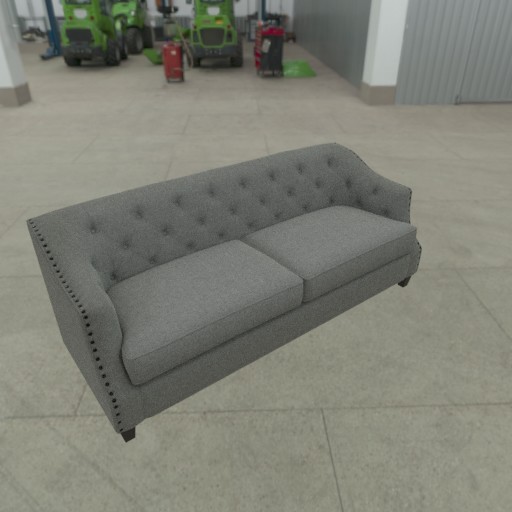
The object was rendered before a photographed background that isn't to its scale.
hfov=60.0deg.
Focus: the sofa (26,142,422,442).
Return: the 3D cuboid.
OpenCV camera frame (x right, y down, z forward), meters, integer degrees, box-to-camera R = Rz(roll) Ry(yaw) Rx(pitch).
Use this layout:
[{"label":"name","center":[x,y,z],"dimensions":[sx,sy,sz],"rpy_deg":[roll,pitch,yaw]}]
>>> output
[{"label":"sofa","center":[0.000,0.000,2.704],"dimensions":[2.235,0.901,0.914],"rpy_deg":[-21,37,-32]}]
